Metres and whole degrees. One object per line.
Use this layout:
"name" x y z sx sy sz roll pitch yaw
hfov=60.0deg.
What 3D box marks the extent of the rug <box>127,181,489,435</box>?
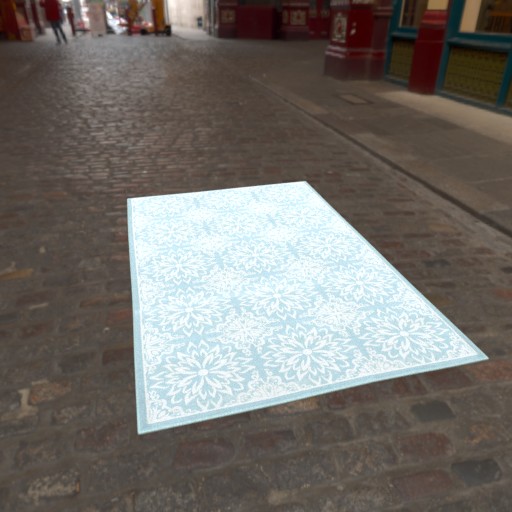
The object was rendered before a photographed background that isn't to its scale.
"rug" 0.000 0.000 2.205 1.219 0.012 1.840 -8 31 -13
